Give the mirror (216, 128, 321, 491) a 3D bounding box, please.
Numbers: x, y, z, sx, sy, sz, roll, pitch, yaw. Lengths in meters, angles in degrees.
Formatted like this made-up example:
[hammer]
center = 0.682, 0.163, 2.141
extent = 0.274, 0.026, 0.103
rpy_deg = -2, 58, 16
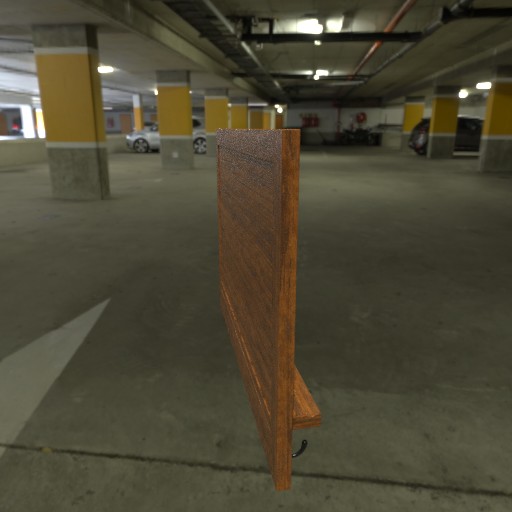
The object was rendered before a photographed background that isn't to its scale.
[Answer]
[mirror]
center = 0.000, 0.000, 0.972
extent = 0.084, 0.537, 0.758
rpy_deg = -3, 16, -11
